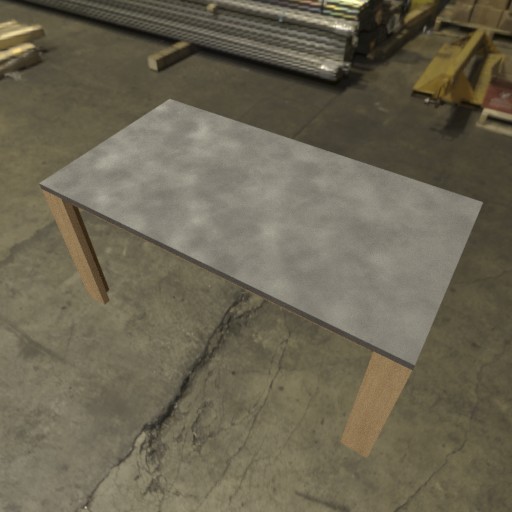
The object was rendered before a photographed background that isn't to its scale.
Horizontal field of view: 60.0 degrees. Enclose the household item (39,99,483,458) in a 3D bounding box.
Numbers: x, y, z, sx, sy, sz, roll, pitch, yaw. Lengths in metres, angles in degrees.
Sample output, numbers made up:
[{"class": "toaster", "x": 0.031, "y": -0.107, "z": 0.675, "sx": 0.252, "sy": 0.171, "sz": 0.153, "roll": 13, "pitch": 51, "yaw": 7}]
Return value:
[{"class": "household item", "x": 0.000, "y": 0.000, "z": 2.080, "sx": 1.600, "sy": 0.755, "sz": 0.850, "roll": 24, "pitch": 52, "yaw": 21}]
